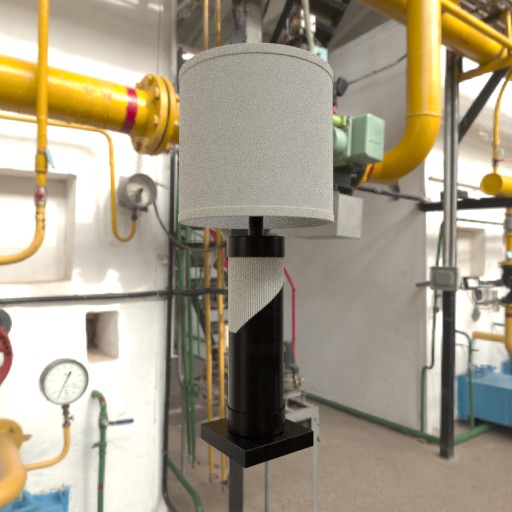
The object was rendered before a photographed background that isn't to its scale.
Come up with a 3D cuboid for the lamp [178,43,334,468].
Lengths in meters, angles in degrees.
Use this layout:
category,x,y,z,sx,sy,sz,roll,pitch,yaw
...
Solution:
category,x,y,z,sx,sy,sz,roll,pitch,yaw
lamp,0.000,0.000,0.608,0.211,0.509,0.211,0,-1,-36
